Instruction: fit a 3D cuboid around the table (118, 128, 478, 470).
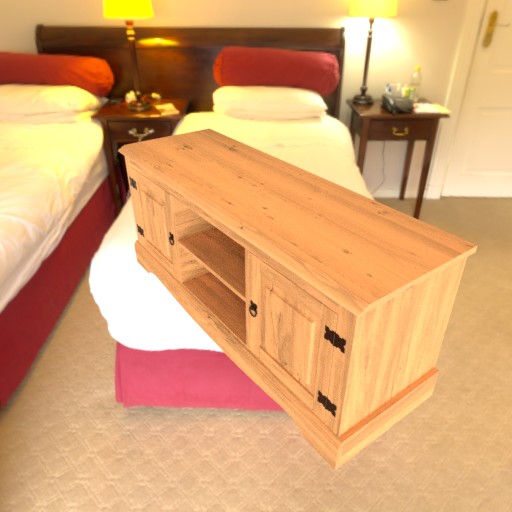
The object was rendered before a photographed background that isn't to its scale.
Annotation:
[{"bbox_3d":[0.000,0.000,1.478,0.400,0.510,1.200,-21,38,-30],"label":"table"}]
